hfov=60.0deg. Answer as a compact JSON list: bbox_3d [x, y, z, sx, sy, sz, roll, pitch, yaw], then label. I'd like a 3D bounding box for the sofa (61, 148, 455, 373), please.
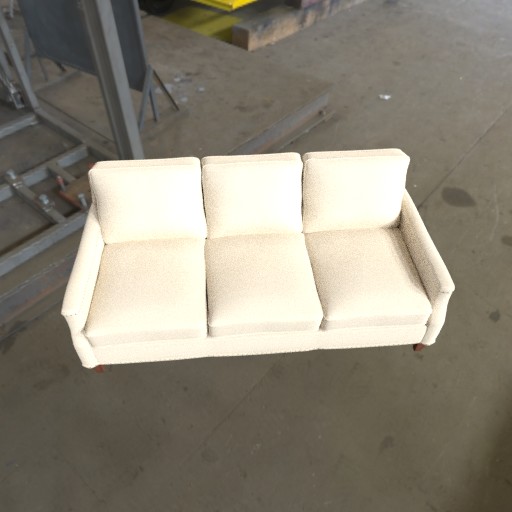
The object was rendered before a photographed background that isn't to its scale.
[{"bbox_3d":[0.000,0.000,2.896,2.246,1.003,1.084,-3,48,-3],"label":"sofa"}]
